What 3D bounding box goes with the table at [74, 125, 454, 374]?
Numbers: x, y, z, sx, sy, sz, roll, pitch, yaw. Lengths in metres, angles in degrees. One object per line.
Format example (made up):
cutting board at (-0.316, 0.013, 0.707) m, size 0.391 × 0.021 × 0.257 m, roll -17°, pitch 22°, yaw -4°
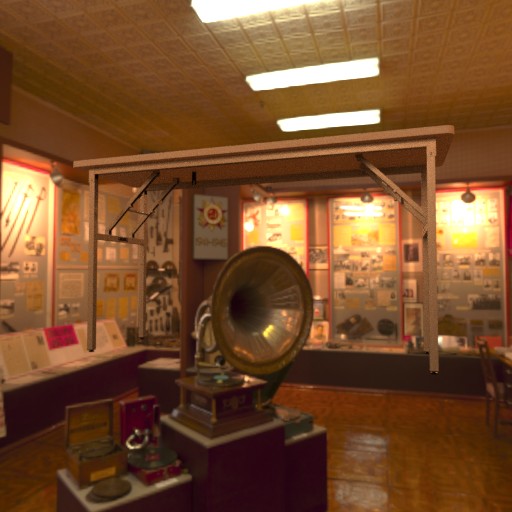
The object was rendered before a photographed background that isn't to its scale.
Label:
table at (0.000, 0.000, 1.732) m, size 1.397 × 0.750 × 0.446 m, roll -1°, pitch -3°, yaw 18°
